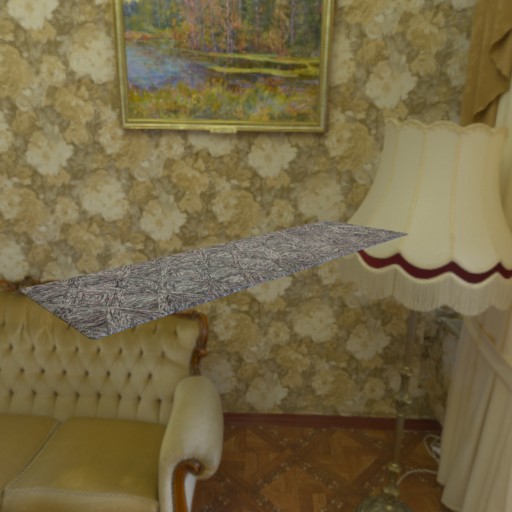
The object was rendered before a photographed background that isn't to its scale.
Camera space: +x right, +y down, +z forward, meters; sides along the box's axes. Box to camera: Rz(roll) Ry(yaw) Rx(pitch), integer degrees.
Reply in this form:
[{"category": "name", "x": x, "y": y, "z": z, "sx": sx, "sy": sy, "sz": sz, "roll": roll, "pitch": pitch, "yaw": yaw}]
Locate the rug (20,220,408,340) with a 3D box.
[{"category": "rug", "x": 0.000, "y": 0.000, "z": 2.529, "sx": 0.719, "sy": 0.013, "sz": 2.305, "roll": 15, "pitch": 21, "yaw": 42}]
